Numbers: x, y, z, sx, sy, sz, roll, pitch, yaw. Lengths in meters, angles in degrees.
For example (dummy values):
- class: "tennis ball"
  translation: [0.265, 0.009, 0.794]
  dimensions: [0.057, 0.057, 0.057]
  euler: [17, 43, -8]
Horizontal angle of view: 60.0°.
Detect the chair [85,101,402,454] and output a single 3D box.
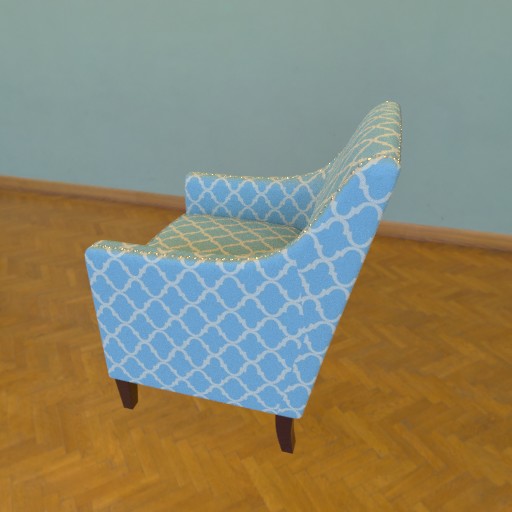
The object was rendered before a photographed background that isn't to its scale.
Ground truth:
- class: "chair"
  translation: [0.000, 0.000, 1.271]
  dimensions: [0.686, 0.817, 0.617]
  euler: [8, 29, 14]
